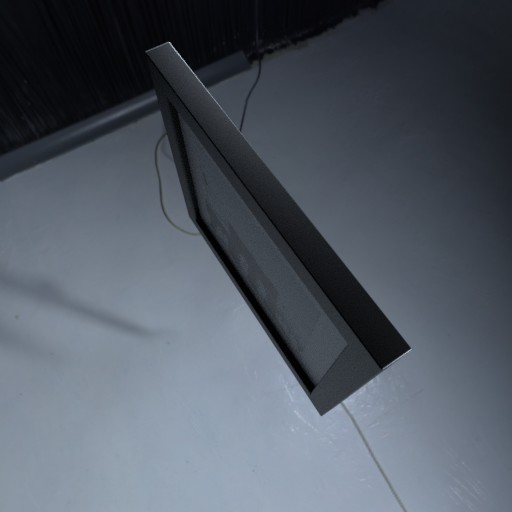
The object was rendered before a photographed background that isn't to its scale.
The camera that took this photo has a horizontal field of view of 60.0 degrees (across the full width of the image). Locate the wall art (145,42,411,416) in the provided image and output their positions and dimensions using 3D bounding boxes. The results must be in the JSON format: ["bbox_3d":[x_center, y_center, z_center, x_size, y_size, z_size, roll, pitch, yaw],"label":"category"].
[{"bbox_3d":[0.000,0.000,0.537,0.028,0.330,0.380,-30,68,-13],"label":"wall art"}]
